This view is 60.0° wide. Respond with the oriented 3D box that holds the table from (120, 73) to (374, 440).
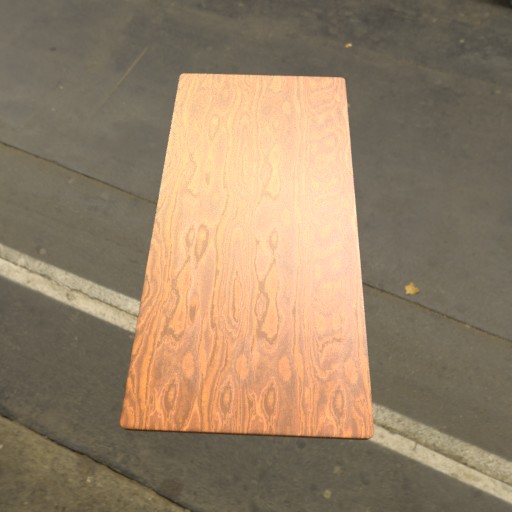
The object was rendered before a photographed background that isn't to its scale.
[{"bbox_3d":[0.000,0.000,2.277,0.883,0.753,1.791,2,62,1],"label":"table"}]
